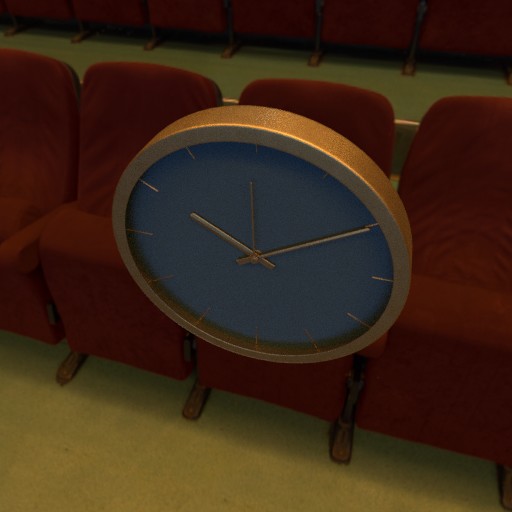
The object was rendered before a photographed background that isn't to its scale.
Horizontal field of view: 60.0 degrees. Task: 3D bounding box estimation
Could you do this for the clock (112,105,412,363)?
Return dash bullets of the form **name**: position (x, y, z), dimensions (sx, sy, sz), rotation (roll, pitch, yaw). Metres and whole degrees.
- **clock**: position (0.000, 0.000, 0.472), dimensions (0.314, 0.314, 0.040), rotation (11, 43, 12)
